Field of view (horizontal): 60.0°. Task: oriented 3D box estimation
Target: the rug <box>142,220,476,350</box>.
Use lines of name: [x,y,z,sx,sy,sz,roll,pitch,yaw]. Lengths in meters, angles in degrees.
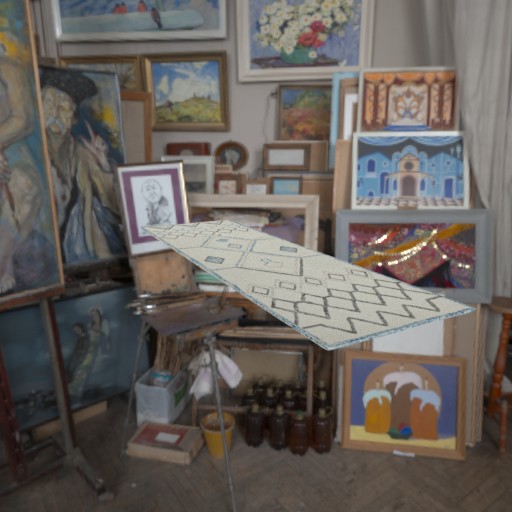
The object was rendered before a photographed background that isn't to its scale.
rug: [0.000,0.000,2.702,0.770,0.013,2.434,-8,16,-27]
